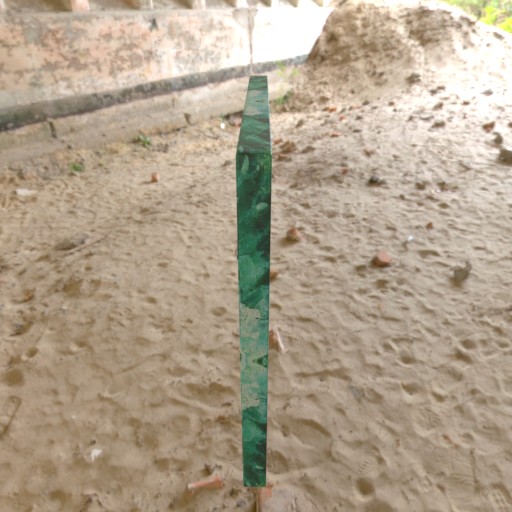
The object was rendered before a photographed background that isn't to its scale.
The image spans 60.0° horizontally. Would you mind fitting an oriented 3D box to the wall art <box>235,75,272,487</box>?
[{"bbox_3d":[0.000,0.000,0.754,0.038,0.508,0.507,0,30,1],"label":"wall art"}]
